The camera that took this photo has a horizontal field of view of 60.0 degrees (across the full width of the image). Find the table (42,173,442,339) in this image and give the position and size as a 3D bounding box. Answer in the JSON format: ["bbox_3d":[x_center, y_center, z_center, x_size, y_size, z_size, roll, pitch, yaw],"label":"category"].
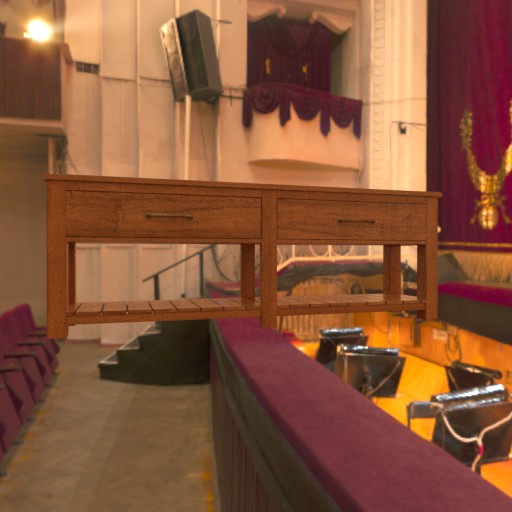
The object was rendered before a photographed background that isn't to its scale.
[{"bbox_3d":[0.000,0.000,2.133,1.815,0.635,0.425,0,0,-17],"label":"table"}]
